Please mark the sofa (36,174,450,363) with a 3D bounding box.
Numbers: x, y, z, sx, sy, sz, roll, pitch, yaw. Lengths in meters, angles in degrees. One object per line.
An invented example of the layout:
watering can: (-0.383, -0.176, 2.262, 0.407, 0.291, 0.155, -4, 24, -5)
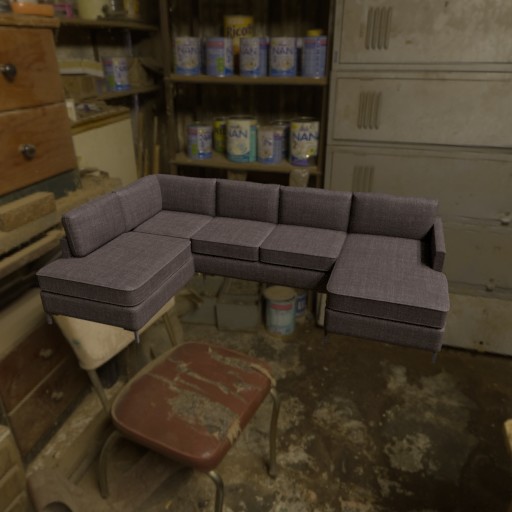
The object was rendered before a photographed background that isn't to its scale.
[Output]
sofa: (0.000, 0.000, 4.263, 3.423, 0.999, 2.048, 8, 26, 17)
